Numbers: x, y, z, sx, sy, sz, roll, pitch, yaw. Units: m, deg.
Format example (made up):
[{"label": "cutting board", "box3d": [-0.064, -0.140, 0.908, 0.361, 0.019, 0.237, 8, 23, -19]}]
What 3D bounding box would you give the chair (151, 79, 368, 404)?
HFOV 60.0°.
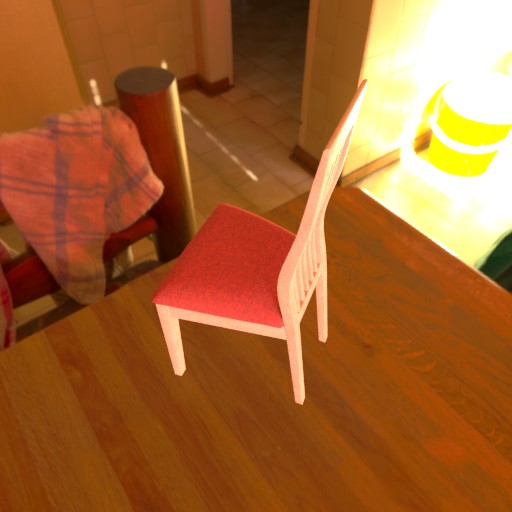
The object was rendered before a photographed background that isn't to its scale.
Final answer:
[{"label": "chair", "box3d": [0.000, 0.000, 1.307, 0.474, 1.027, 0.460, 17, 50, 15]}]
